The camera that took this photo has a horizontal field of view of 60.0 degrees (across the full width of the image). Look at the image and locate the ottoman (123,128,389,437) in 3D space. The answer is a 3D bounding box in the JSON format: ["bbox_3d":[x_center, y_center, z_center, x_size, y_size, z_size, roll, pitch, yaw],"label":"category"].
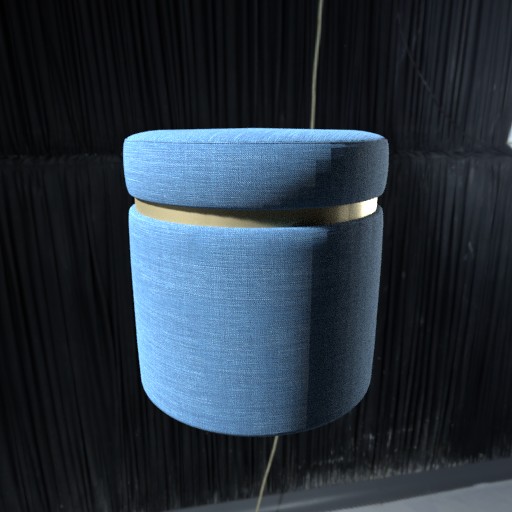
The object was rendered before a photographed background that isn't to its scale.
[{"bbox_3d":[0.000,0.000,0.733,0.398,0.406,0.398,0,16,0],"label":"ottoman"}]
